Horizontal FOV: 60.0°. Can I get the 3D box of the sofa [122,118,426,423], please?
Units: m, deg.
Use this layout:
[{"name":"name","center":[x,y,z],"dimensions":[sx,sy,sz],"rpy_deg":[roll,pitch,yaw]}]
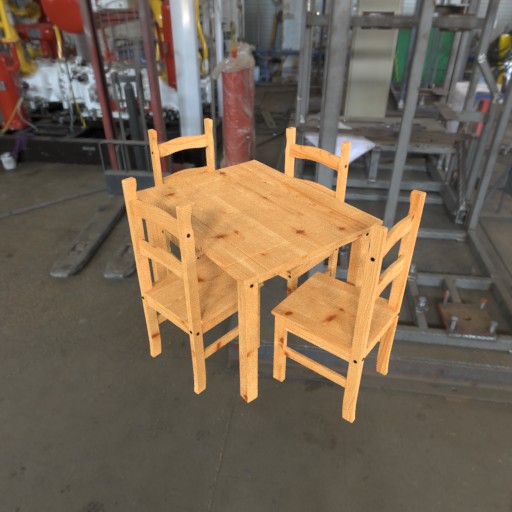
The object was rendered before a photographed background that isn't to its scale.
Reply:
[{"name":"sofa","center":[0.000,0.000,2.274],"dimensions":[1.144,1.000,1.529],"rpy_deg":[-22,39,-30]}]
